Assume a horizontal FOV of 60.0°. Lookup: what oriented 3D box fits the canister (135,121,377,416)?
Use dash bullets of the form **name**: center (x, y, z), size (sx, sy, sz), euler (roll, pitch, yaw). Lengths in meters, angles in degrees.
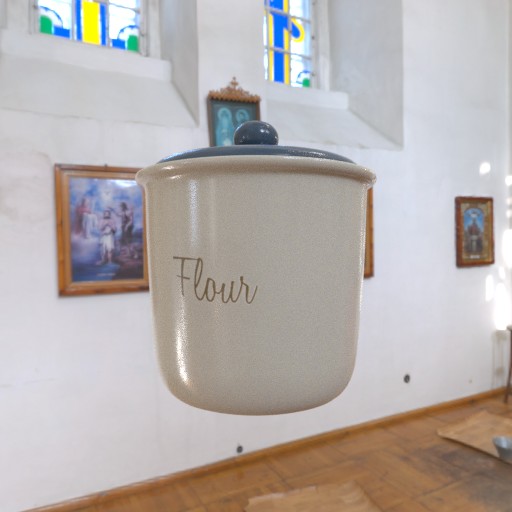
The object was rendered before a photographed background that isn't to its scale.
- **canister**: center (0.000, 0.000, 0.346), size (0.182, 0.208, 0.182), euler (0, 1, 0)
